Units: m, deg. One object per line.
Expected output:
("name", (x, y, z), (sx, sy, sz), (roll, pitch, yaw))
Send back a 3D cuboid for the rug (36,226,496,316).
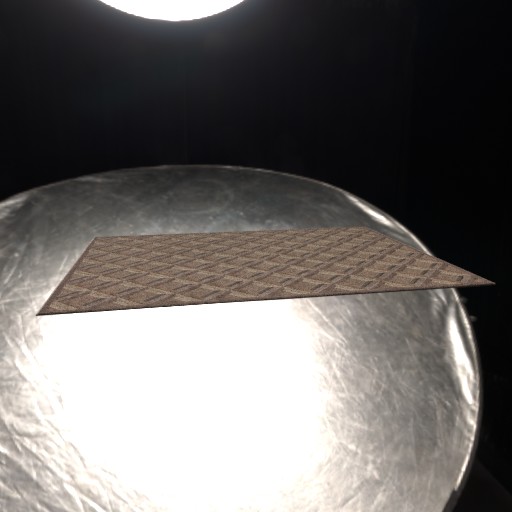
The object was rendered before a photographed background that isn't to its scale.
("rug", (0.000, 0.000, 4.222), (3.294, 0.018, 2.382), (-3, 15, -11))
